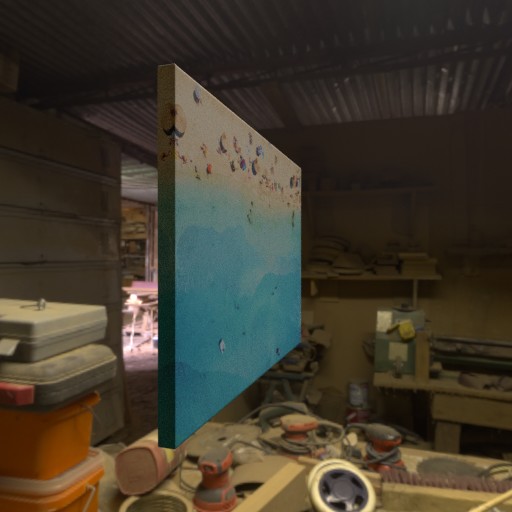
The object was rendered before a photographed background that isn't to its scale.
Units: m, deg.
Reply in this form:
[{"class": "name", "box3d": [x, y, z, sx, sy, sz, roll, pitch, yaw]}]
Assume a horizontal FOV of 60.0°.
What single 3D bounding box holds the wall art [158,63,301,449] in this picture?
[{"class": "wall art", "box3d": [0.000, 0.000, 1.425, 0.040, 0.769, 1.136, 0, 0, 19]}]
